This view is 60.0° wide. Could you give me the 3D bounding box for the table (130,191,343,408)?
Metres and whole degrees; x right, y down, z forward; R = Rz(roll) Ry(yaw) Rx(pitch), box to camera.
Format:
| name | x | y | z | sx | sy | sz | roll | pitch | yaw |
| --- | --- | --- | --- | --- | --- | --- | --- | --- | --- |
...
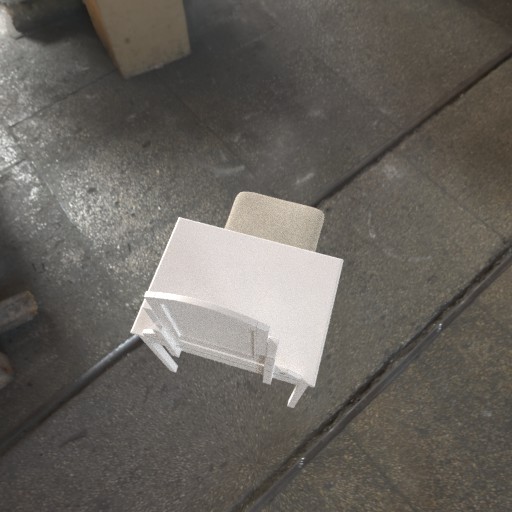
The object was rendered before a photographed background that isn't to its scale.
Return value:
| name | x | y | z | sx | sy | sz | roll | pitch | yaw |
| --- | --- | --- | --- | --- | --- | --- | --- | --- | --- |
| table | 0.000 | 0.000 | 2.322 | 0.876 | 1.631 | 1.211 | 15 | 66 | 7 |
